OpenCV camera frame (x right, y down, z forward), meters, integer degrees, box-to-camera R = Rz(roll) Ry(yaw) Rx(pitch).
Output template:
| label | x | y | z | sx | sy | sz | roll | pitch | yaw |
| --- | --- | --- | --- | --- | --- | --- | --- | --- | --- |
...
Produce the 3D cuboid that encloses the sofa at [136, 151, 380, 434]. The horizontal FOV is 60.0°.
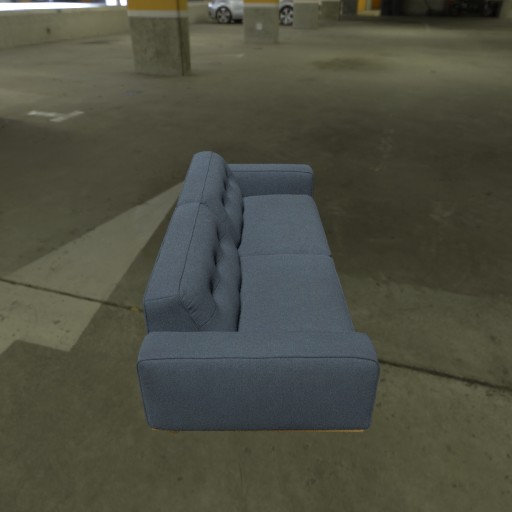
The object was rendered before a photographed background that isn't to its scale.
| label | x | y | z | sx | sy | sz | roll | pitch | yaw |
| --- | --- | --- | --- | --- | --- | --- | --- | --- | --- |
| sofa | 0.000 | 0.000 | 2.732 | 0.953 | 0.782 | 2.270 | 0 | 31 | 0 |
